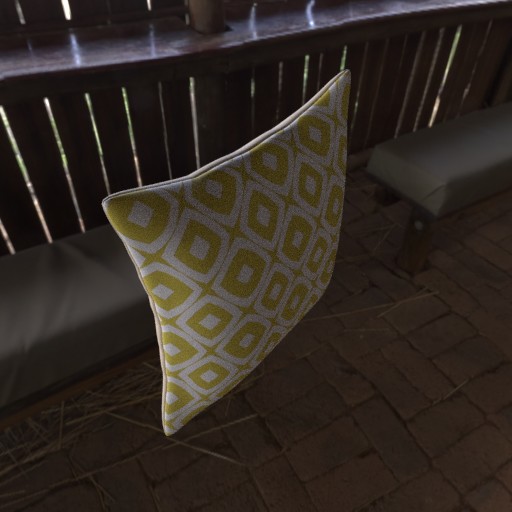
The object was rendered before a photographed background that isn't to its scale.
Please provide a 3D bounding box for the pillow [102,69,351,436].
[{"bbox_3d":[0.000,0.000,0.762,0.188,0.494,0.504,28,48,28],"label":"pillow"}]
